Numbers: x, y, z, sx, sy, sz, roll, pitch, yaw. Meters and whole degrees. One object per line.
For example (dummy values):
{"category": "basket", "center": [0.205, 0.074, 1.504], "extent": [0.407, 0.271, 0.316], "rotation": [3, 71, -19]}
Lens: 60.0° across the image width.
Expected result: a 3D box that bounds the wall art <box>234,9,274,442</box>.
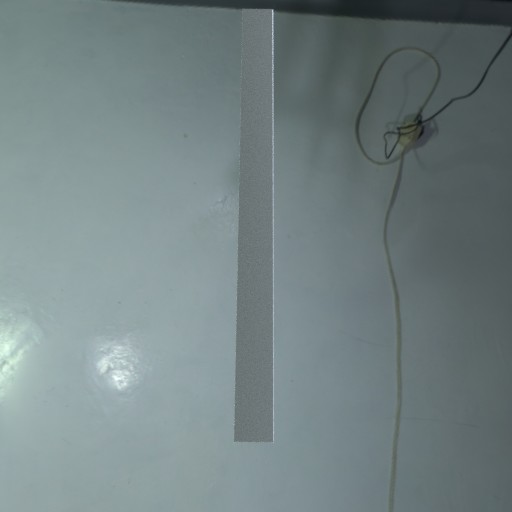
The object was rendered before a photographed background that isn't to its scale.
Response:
{"category": "wall art", "center": [0.000, 0.000, 0.735], "extent": [0.038, 0.505, 0.506], "rotation": [0, 75, 0]}
